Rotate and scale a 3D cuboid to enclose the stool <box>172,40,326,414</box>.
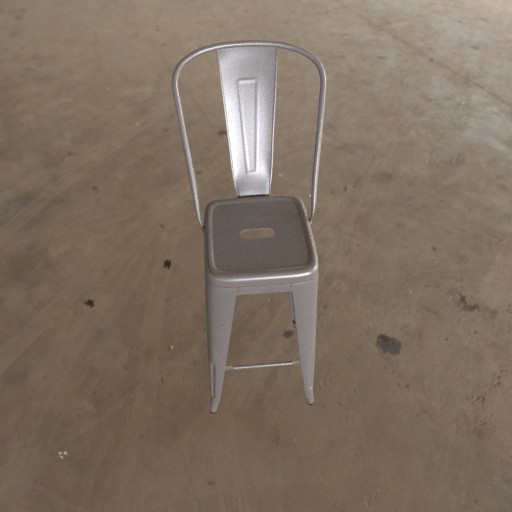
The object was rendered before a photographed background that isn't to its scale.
[{"bbox_3d":[0.000,0.000,1.373,0.399,1.096,0.513,-4,48,-3],"label":"stool"}]
